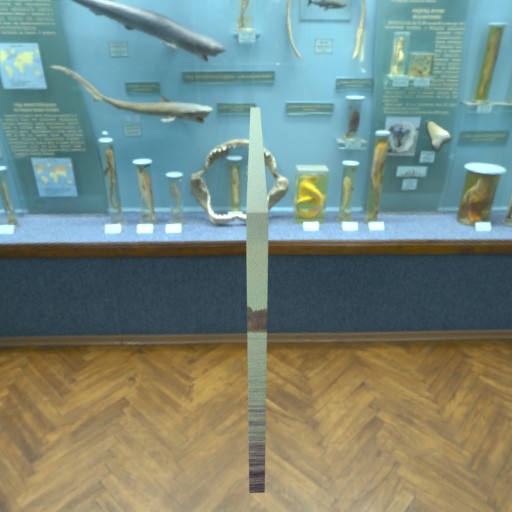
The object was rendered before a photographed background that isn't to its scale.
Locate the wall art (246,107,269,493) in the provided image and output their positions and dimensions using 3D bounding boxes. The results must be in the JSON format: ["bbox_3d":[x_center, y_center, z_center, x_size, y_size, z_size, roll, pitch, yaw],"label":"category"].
[{"bbox_3d":[0.000,0.000,1.462,0.040,0.765,1.149,0,27,0],"label":"wall art"}]
